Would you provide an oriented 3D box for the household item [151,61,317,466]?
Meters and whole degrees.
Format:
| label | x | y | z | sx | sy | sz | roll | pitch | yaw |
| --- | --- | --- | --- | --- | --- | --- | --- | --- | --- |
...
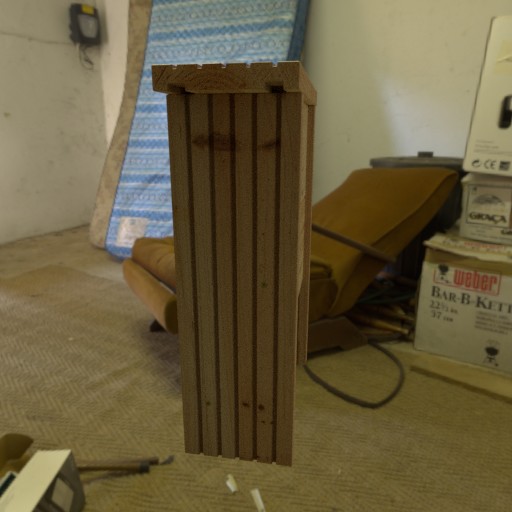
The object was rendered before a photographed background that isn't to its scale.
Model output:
| label | x | y | z | sx | sy | sz | roll | pitch | yaw |
| --- | --- | --- | --- | --- | --- | --- | --- | --- | --- |
| household item | 0.000 | 0.000 | 0.553 | 0.123 | 0.407 | 0.301 | 3 | 16 | 10 |
